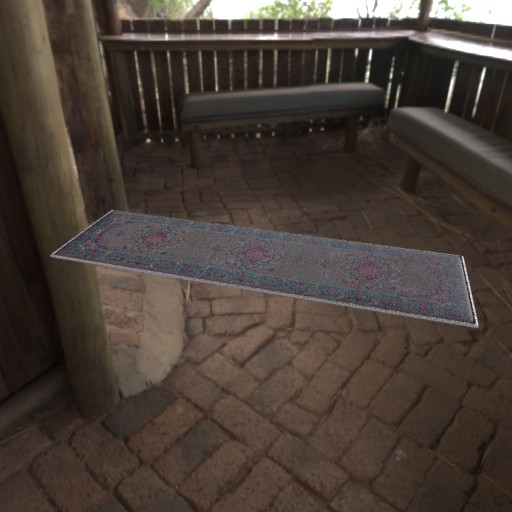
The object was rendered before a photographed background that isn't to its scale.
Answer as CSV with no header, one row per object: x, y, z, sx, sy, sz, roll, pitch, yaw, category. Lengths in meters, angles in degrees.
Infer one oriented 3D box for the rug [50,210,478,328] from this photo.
0.000,0.000,2.557,2.297,0.019,0.659,8,31,14,rug
